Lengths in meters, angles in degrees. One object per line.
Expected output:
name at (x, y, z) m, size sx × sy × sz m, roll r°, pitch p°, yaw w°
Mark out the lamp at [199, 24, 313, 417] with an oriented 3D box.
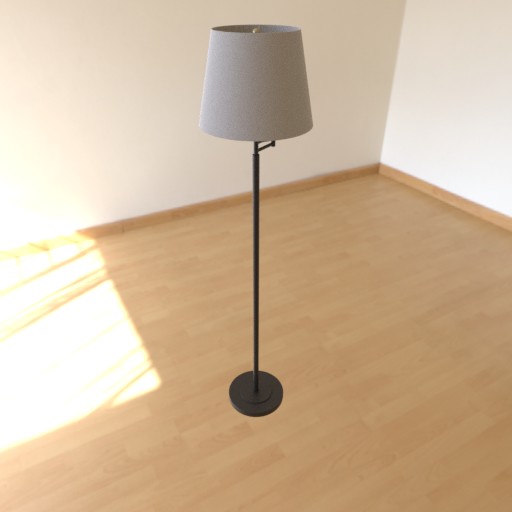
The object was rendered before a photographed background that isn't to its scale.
lamp at (0.000, 0.000, 1.606) m, size 0.348 × 1.473 × 0.348 m, roll 21°, pitch 38°, yaw 30°
